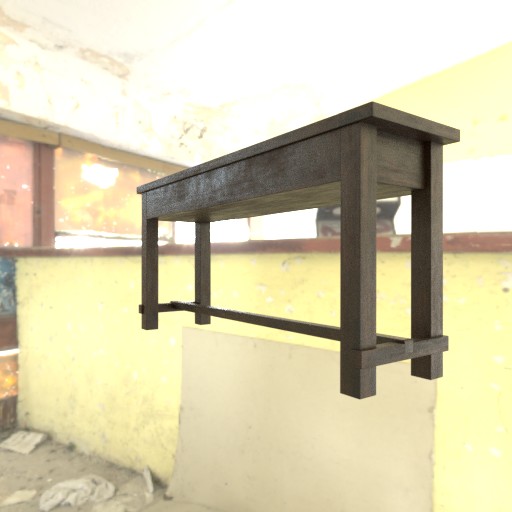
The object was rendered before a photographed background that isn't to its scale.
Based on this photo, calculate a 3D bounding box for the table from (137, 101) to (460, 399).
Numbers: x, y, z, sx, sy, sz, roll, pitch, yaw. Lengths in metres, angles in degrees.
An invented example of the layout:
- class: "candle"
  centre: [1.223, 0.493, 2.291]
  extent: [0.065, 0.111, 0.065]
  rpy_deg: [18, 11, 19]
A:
- class: "table"
  centre: [0.000, 0.000, 1.881]
  extent: [0.442, 0.762, 1.599]
  rpy_deg: [0, -1, -36]
